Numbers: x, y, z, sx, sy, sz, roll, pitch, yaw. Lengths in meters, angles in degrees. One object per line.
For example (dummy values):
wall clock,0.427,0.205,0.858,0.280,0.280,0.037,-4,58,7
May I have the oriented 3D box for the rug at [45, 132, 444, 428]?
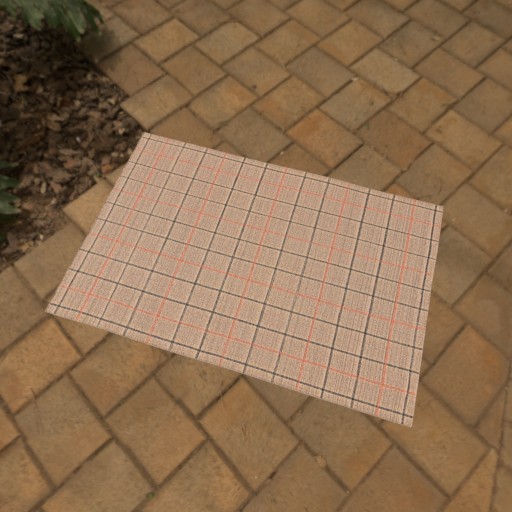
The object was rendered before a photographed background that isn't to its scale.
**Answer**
rug,0.000,0.000,2.350,1.829,0.013,1.220,16,65,8
